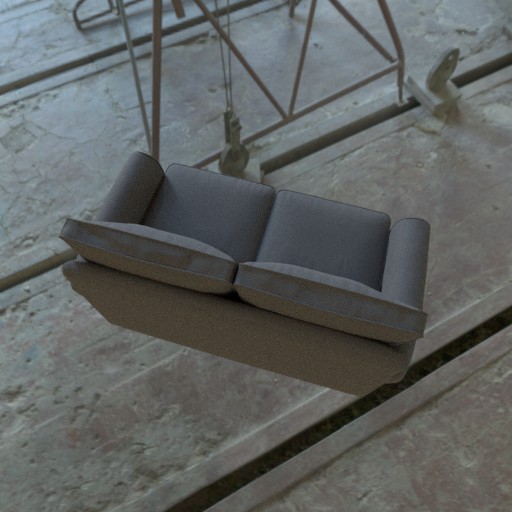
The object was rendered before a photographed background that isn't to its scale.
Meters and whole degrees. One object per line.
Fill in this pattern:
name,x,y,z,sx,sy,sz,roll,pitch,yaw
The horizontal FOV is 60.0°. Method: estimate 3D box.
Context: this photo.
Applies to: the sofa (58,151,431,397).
sofa,0.000,0.000,2.294,1.665,0.937,0.964,15,65,7
